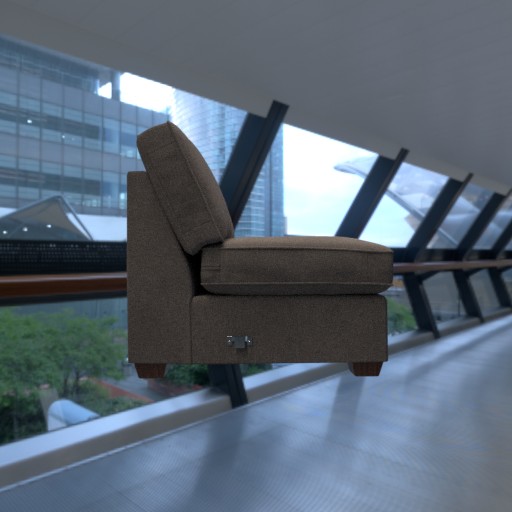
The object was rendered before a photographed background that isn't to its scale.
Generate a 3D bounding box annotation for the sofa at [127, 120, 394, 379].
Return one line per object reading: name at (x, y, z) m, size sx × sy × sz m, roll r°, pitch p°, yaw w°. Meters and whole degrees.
sofa at (0.000, 0.000, 2.603) m, size 1.027 × 0.973 × 1.962 m, roll 0°, pitch -1°, yaw -1°
